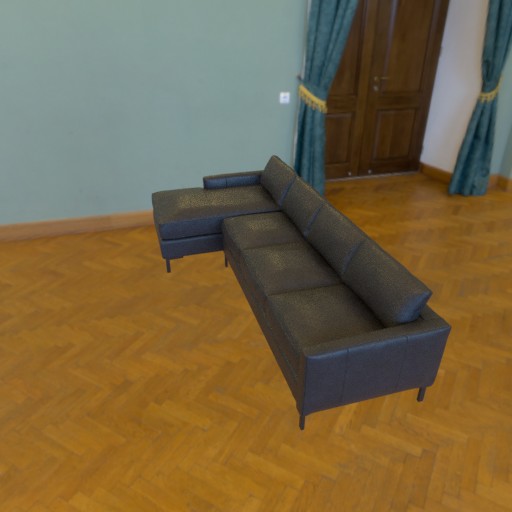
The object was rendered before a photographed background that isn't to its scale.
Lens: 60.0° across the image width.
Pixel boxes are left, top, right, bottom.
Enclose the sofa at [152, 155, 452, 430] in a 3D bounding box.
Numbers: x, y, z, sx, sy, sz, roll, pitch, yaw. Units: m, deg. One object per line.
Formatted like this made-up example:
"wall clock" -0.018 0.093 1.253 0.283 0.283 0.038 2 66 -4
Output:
"sofa" 0.000 0.000 3.700 1.471 0.859 2.993 -8 30 -14
